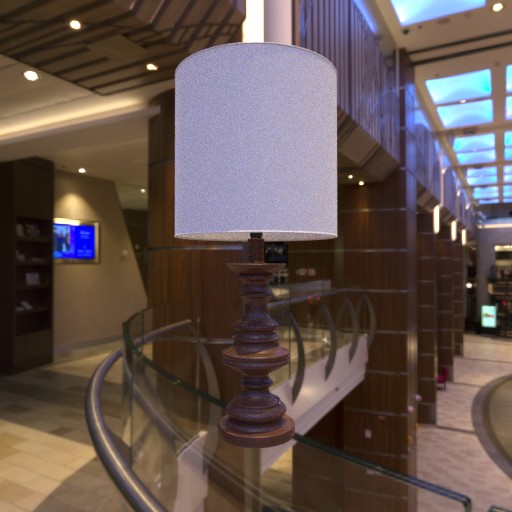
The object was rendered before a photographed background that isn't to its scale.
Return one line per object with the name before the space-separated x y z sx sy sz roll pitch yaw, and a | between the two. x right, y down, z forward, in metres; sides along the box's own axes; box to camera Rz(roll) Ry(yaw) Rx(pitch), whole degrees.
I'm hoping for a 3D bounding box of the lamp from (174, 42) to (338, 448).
lamp | 0.000 0.000 0.575 0.208 0.455 0.208 0 -1 -17
